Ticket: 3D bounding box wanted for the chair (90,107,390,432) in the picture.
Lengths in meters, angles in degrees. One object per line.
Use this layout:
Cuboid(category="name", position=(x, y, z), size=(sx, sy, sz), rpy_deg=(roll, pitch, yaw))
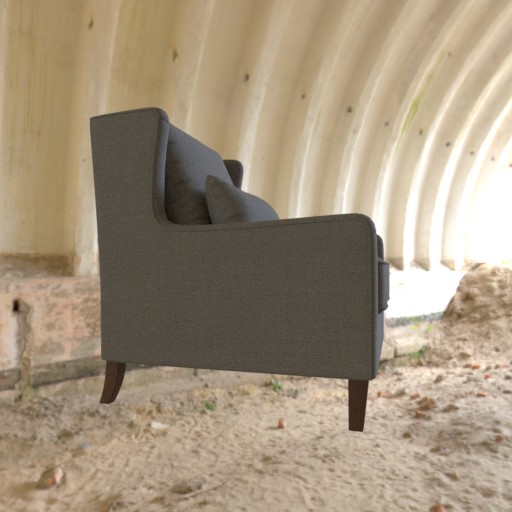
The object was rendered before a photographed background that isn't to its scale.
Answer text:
Cuboid(category="chair", position=(0.000, 0.000, 1.807), size=(1.040, 1.056, 0.866), rpy_deg=(0, -1, 18))
